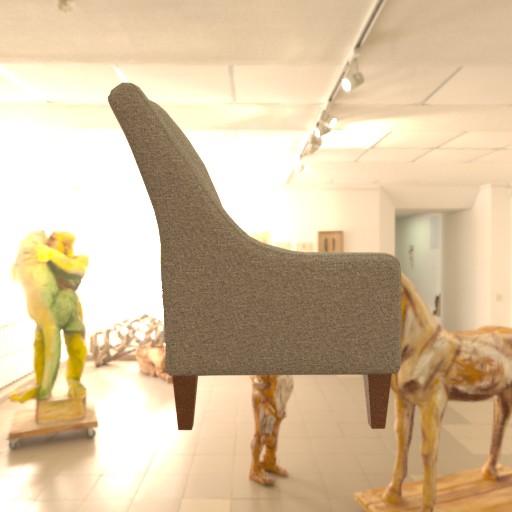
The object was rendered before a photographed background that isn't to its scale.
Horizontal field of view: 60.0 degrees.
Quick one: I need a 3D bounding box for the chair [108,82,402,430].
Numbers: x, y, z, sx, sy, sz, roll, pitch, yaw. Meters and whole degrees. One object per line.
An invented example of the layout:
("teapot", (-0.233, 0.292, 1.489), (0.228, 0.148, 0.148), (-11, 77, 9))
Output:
("chair", (0.000, 0.000, 1.648), (0.870, 1.016, 0.774), (0, 1, -1))
